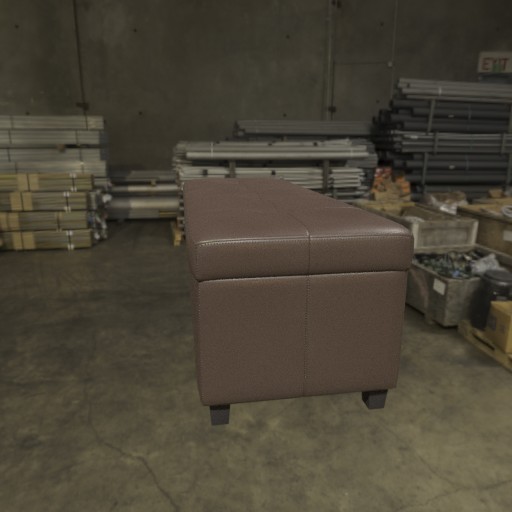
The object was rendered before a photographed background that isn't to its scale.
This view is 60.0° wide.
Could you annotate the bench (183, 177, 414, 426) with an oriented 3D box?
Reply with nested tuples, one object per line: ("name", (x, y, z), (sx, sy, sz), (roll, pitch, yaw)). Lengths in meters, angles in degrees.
("bench", (0.000, 0.000, 1.440), (0.450, 0.417, 1.219), (-2, 15, -9))
